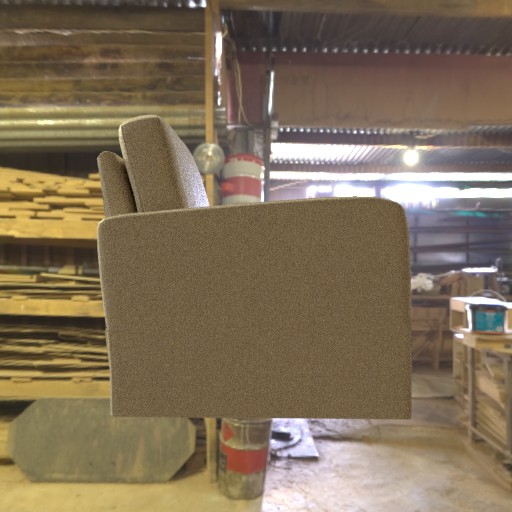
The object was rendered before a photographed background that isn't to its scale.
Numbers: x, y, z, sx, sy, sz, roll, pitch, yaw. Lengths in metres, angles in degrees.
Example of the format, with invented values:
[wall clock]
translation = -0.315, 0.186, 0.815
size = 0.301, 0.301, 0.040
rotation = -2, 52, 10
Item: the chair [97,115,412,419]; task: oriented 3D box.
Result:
[chair]
translation = 0.000, 0.000, 1.504
size = 0.888, 0.827, 0.755
rotation = 0, 0, 1
